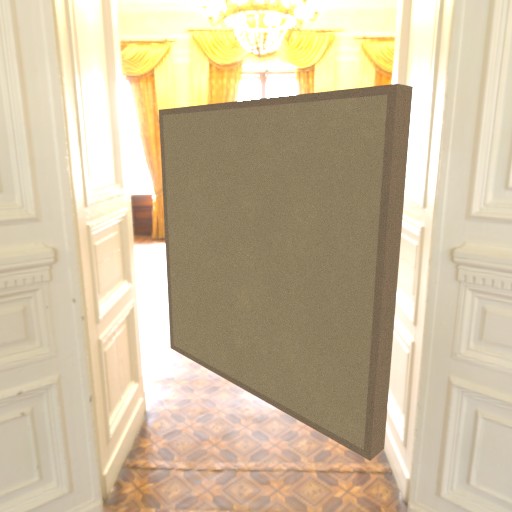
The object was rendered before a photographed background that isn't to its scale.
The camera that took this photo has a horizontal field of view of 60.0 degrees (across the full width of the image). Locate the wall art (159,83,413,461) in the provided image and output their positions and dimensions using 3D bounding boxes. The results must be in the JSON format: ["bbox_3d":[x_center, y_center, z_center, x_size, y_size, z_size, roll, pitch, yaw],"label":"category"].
[{"bbox_3d":[0.000,0.000,0.762,0.038,0.506,0.508,-13,19,-42],"label":"wall art"}]
